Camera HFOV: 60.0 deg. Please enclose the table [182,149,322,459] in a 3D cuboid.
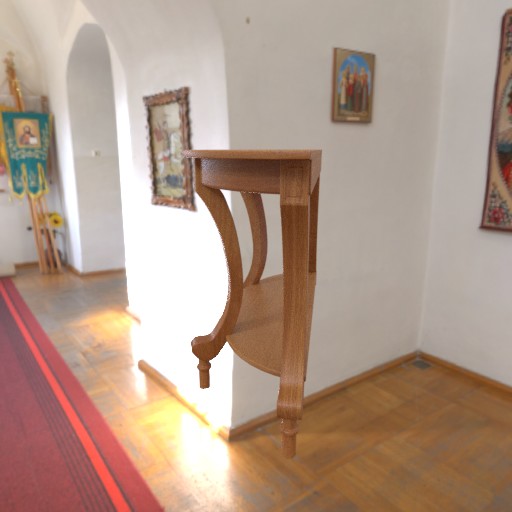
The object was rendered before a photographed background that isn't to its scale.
[{"bbox_3d":[0.000,0.000,1.485,0.394,0.692,1.198,2,14,9],"label":"table"}]
